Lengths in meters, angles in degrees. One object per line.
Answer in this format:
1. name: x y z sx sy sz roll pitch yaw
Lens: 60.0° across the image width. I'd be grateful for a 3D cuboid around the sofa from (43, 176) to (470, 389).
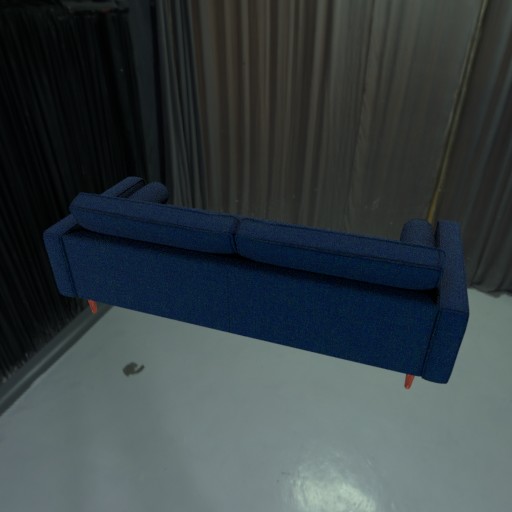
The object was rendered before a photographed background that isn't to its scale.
1. sofa: 0.000 0.000 2.609 2.210 0.762 0.914 10 33 16
